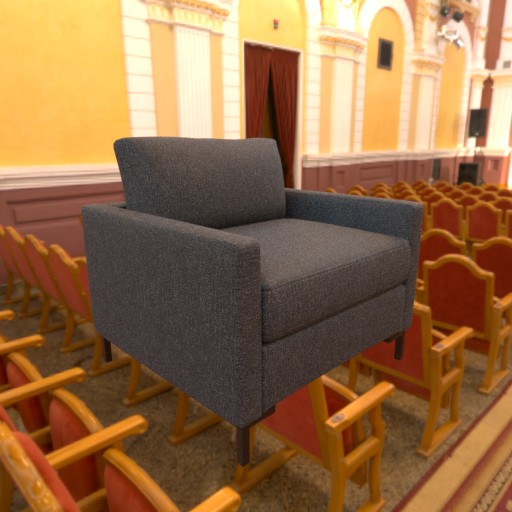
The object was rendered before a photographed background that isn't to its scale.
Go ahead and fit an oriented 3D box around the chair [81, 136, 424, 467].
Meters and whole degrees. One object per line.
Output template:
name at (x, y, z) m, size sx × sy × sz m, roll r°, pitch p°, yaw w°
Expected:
chair at (0.000, 0.000, 1.654) m, size 0.963 × 0.861 × 0.866 m, roll -14°, pitch 21°, yaw -42°
